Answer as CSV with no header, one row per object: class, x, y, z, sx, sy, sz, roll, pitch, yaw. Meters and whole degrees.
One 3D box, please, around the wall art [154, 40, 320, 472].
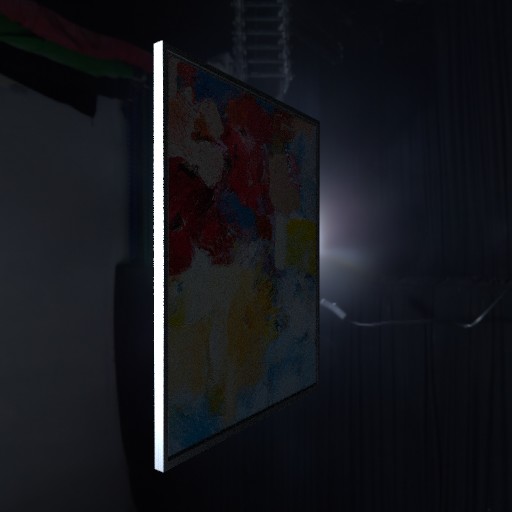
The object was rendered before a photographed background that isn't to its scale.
wall art,0.000,0.000,1.414,0.030,1.046,0.816,0,1,36
